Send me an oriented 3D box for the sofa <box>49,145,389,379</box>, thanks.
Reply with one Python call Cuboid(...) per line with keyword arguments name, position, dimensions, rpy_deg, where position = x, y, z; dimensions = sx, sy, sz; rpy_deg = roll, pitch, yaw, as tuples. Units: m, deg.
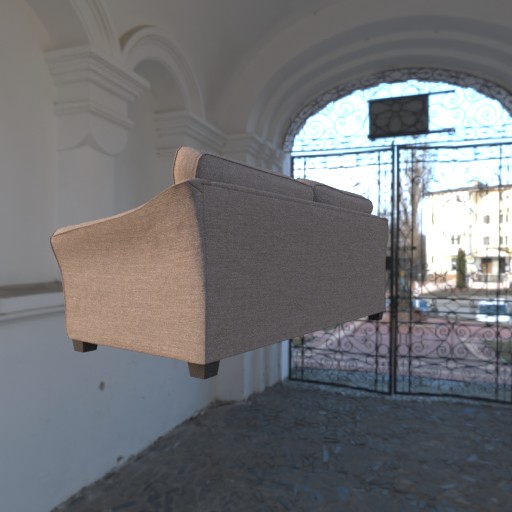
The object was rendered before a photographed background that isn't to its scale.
Cuboid(name="sofa", position=(0.000, 0.000, 2.813), dimensions=(0.980, 0.965, 2.270), rpy_deg=(0, 0, 35))
